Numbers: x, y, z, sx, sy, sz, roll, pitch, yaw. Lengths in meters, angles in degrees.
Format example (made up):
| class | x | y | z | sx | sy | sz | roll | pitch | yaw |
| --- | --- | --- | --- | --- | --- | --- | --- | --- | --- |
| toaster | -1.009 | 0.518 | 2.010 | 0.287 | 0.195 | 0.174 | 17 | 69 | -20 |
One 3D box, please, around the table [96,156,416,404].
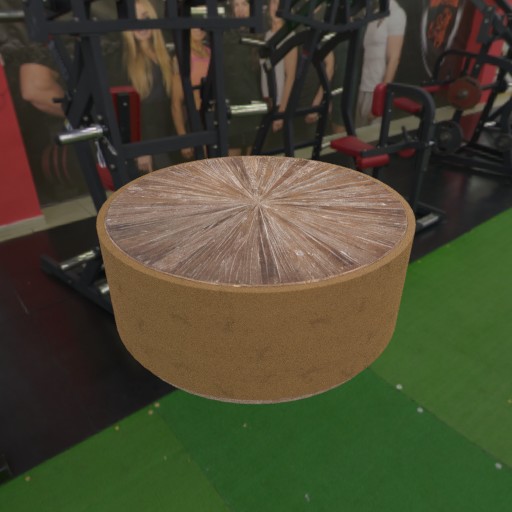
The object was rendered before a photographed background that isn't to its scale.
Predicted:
| class | x | y | z | sx | sy | sz | roll | pitch | yaw |
| --- | --- | --- | --- | --- | --- | --- | --- | --- | --- |
| table | 0.000 | 0.000 | 1.555 | 1.001 | 0.409 | 1.001 | 0 | 31 | 0 |
